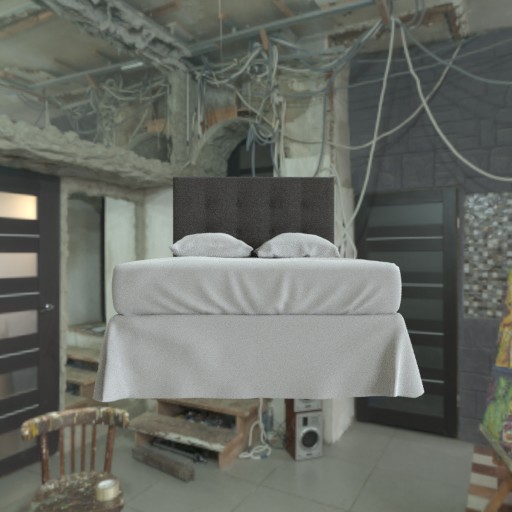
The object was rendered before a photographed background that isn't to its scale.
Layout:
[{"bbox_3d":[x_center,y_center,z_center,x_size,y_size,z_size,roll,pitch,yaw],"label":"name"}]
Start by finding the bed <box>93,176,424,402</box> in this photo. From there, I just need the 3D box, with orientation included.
[{"bbox_3d":[0.000,0.000,3.481,1.936,1.577,2.222,0,0,-1],"label":"bed"}]
